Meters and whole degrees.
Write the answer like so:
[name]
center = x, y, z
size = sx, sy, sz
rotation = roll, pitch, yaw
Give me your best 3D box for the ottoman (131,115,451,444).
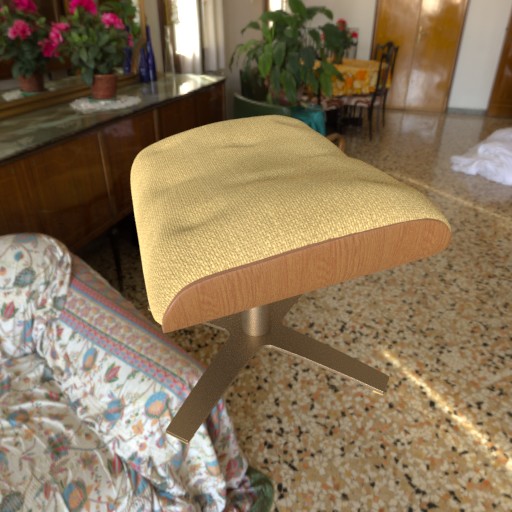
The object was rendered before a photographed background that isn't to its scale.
[ottoman]
center = 0.000, 0.000, 0.784
size = 0.394, 0.391, 0.520
rotation = -9, 31, -14
